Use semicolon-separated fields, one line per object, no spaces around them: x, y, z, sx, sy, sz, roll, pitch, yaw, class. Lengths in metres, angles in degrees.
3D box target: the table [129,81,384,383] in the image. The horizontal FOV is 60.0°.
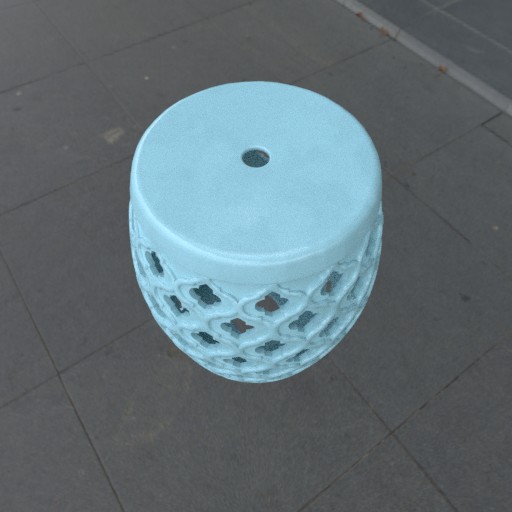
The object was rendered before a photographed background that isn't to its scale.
0.000;0.000;0.625;0.325;0.388;0.325;0;58;0;table
